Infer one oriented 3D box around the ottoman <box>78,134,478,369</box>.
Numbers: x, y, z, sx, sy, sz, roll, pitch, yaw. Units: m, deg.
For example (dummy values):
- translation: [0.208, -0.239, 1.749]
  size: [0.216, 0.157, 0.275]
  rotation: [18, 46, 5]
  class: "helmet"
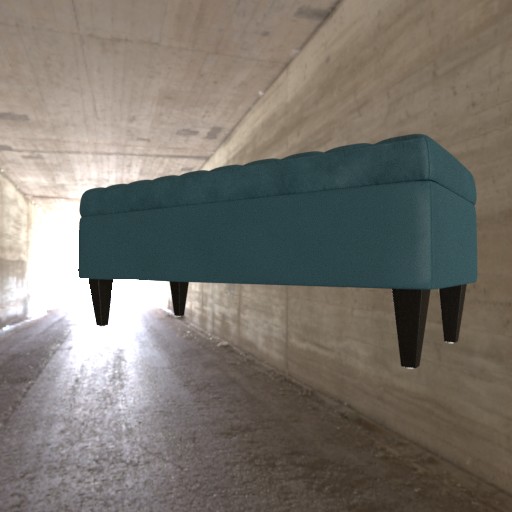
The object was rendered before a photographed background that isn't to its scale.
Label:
- translation: [0.000, 0.000, 1.343]
  size: [1.151, 0.469, 0.482]
  rotation: [-1, -1, 36]
  class: "ottoman"
